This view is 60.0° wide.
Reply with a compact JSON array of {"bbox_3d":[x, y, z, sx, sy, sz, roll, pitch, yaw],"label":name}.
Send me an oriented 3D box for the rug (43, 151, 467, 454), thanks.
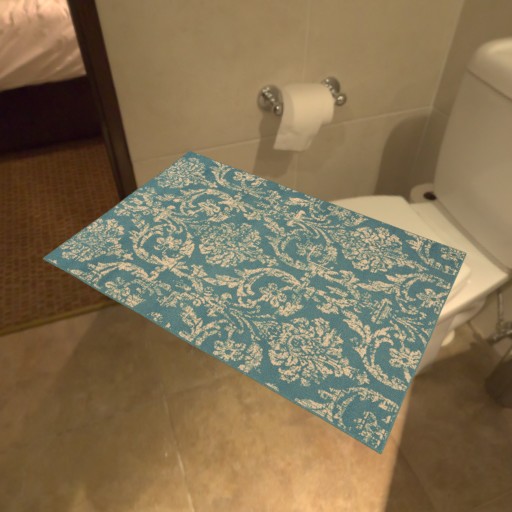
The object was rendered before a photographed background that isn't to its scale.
[{"bbox_3d":[0.000,0.000,2.294,1.833,0.012,1.211,24,50,22],"label":"rug"}]
